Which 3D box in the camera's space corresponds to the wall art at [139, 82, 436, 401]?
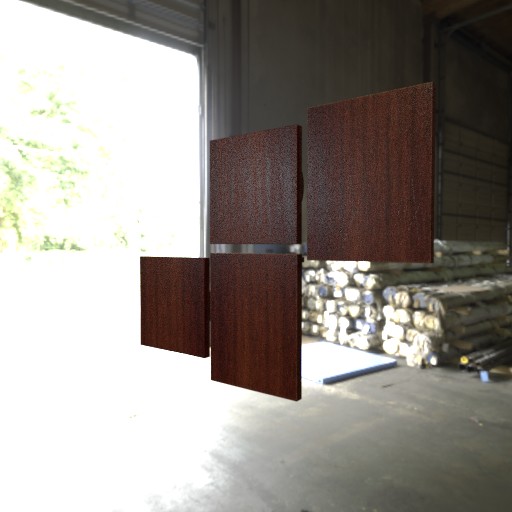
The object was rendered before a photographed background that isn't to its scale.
[{"bbox_3d":[0.000,0.000,0.825,0.635,0.497,0.030,1,2,37],"label":"wall art"}]
